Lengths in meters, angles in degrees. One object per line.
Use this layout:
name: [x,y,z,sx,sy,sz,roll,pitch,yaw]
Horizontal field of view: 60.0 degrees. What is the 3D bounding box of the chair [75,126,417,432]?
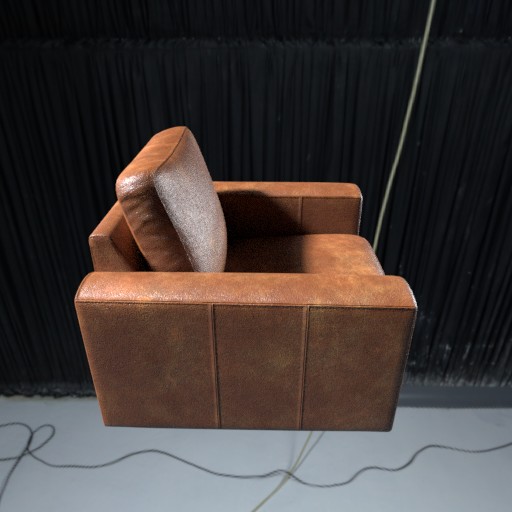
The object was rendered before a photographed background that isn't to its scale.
chair: [0.000,0.000,1.736,1.016,0.873,1.005,1,29,1]
